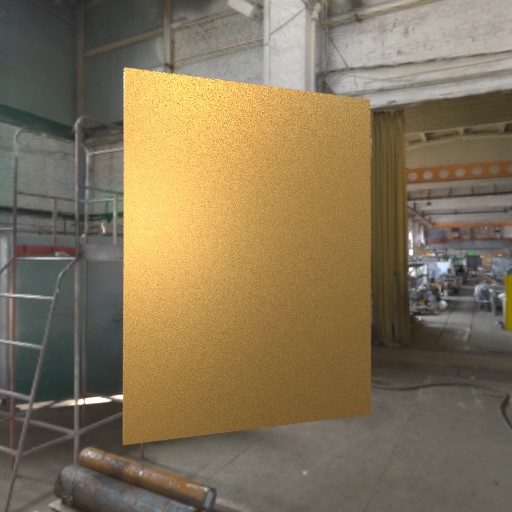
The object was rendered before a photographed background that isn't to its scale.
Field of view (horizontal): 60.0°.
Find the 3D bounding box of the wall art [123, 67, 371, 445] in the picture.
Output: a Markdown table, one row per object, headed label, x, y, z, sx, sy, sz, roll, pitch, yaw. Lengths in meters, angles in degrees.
| label | x | y | z | sx | sy | sz | roll | pitch | yaw |
| --- | --- | --- | --- | --- | --- | --- | --- | --- | --- |
| wall art | 0.000 | 0.000 | 1.064 | 0.610 | 0.812 | 0.038 | 0 | -1 | -18 |
